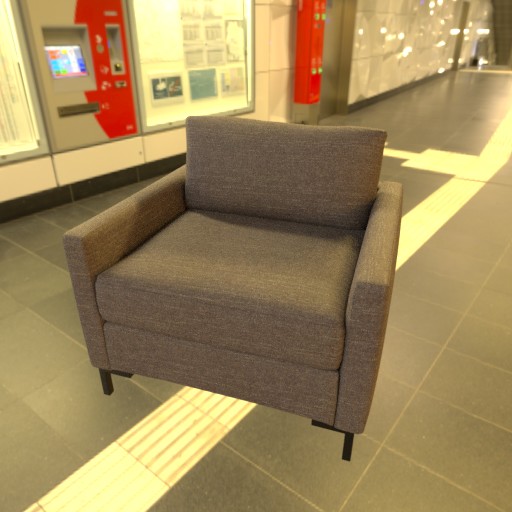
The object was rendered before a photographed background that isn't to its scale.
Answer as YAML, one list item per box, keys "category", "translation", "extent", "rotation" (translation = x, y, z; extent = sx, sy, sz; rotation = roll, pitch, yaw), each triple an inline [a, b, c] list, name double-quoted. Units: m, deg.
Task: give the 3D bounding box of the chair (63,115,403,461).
- category: "chair"
  translation: [0.000, 0.000, 1.559]
  extent: [0.940, 0.841, 0.845]
  rotation: [9, 28, 16]
